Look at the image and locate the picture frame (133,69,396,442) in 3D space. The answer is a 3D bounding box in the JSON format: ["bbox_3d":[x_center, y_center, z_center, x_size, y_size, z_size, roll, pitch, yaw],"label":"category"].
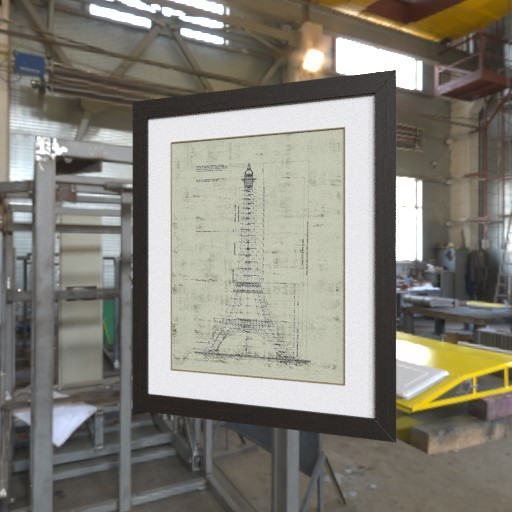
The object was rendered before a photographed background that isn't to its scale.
[{"bbox_3d":[0.000,0.000,0.750,0.452,0.555,0.044,0,0,18],"label":"picture frame"}]
